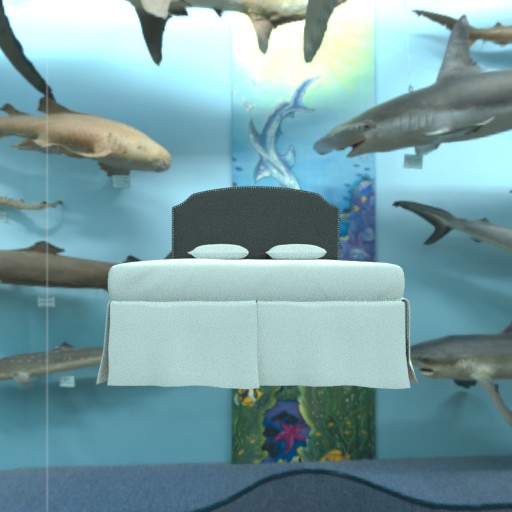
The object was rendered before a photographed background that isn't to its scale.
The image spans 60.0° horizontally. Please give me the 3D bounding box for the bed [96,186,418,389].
[{"bbox_3d":[0.000,0.000,3.084,1.558,1.270,1.999,0,0,0],"label":"bed"}]
